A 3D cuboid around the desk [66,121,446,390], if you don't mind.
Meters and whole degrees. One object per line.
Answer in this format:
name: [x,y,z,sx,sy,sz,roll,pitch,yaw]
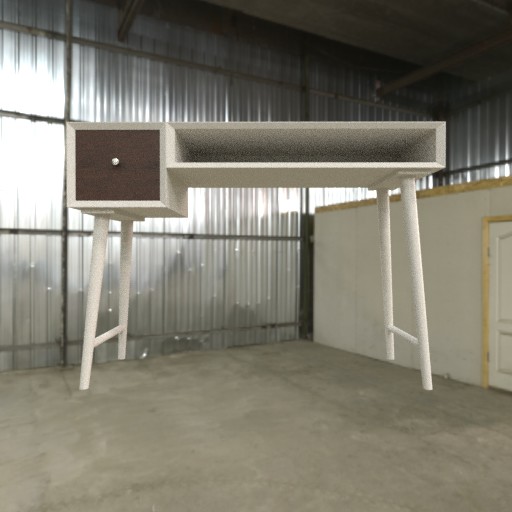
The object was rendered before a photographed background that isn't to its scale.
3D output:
desk: [0.000,0.000,1.447,1.069,0.761,0.409,0,1,0]
